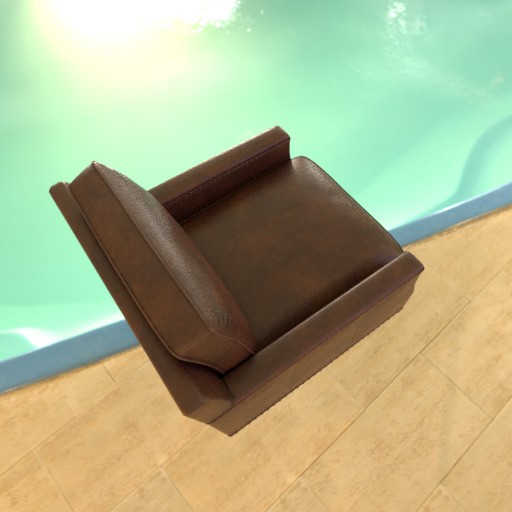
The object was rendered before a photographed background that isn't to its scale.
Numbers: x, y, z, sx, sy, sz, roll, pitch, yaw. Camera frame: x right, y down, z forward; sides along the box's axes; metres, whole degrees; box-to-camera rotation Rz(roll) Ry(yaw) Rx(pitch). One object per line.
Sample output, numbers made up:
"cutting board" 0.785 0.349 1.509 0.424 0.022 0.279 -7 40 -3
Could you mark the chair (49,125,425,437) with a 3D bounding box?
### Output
"chair" 0.000 0.000 1.654 1.014 0.929 0.853 -32 64 -17
